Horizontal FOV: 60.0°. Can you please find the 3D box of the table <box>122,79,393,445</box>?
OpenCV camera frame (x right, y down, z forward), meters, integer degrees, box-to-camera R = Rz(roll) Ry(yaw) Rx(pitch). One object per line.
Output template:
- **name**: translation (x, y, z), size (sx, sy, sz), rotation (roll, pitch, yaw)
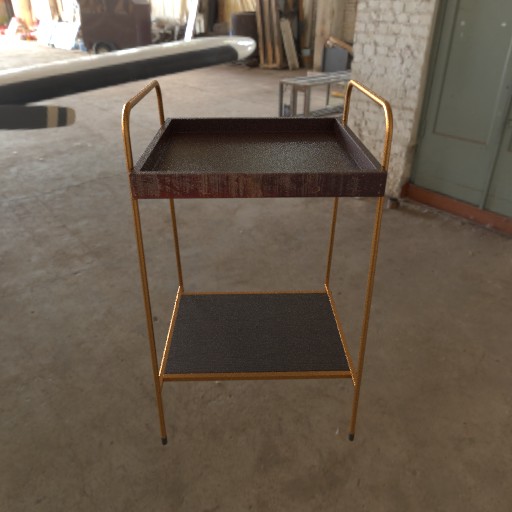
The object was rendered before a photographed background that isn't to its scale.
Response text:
- **table**: translation (0.000, 0.000, 0.994), size (0.430, 0.710, 0.430), rotation (-1, 30, -1)
